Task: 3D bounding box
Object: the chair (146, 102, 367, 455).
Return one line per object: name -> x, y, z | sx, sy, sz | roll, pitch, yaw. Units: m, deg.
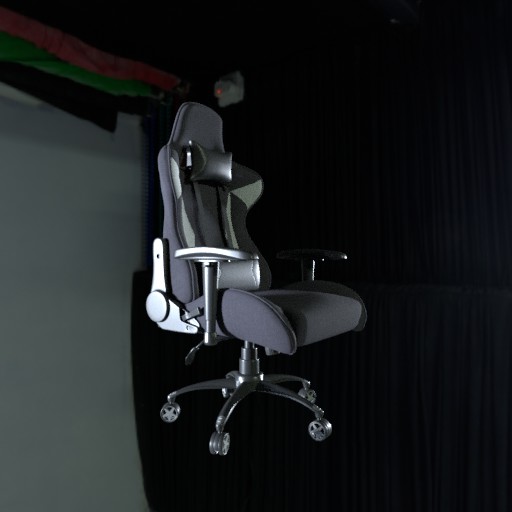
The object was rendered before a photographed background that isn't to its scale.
chair -> 0.000, 0.000, 1.736 | 0.695, 1.300, 0.730 | 0, 0, 35
